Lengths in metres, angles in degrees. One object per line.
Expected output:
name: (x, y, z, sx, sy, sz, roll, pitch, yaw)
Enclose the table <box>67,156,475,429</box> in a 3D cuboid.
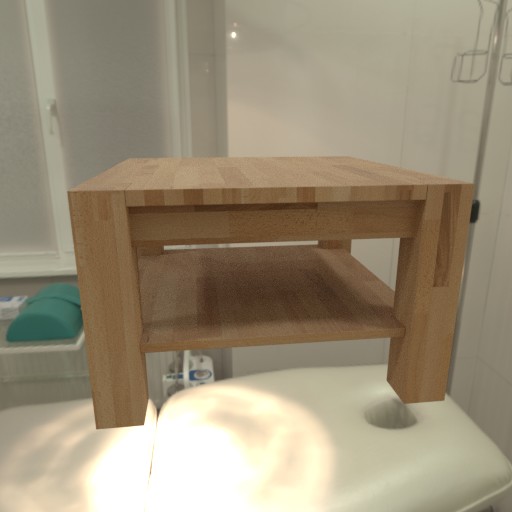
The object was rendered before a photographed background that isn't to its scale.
table: (0.000, 0.000, 1.147, 0.700, 0.451, 0.700, -2, 17, -7)
